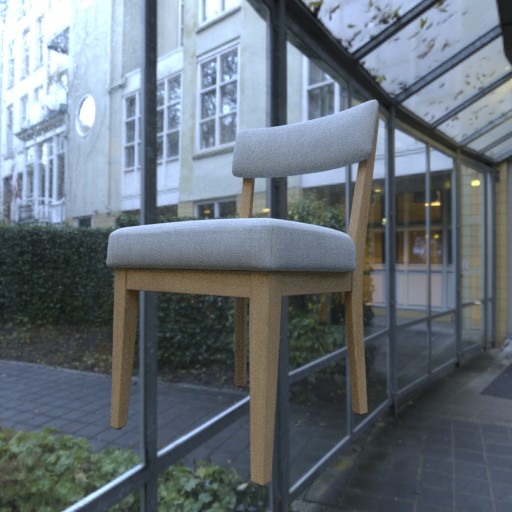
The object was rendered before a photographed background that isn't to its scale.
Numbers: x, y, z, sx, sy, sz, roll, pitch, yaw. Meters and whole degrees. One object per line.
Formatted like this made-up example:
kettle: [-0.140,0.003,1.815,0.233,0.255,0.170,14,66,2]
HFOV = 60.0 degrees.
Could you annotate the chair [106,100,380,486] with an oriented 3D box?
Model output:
chair: [0.000,0.000,1.143,0.508,0.832,0.572,0,0,38]
